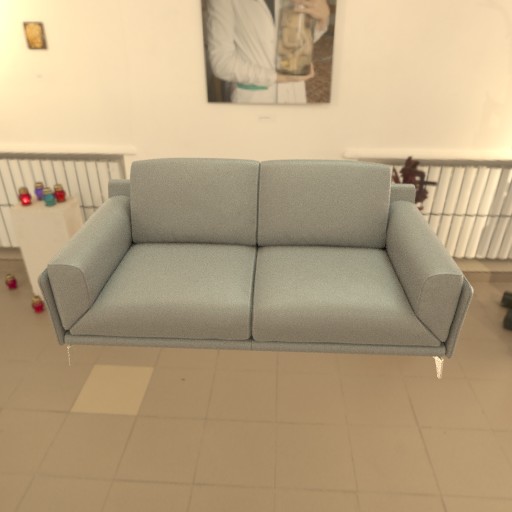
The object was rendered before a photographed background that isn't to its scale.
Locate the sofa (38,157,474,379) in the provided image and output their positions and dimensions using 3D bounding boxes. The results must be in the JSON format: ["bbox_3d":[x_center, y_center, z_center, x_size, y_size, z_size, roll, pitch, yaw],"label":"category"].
[{"bbox_3d":[0.000,0.000,2.603,2.101,0.930,1.049,1,29,2],"label":"sofa"}]
